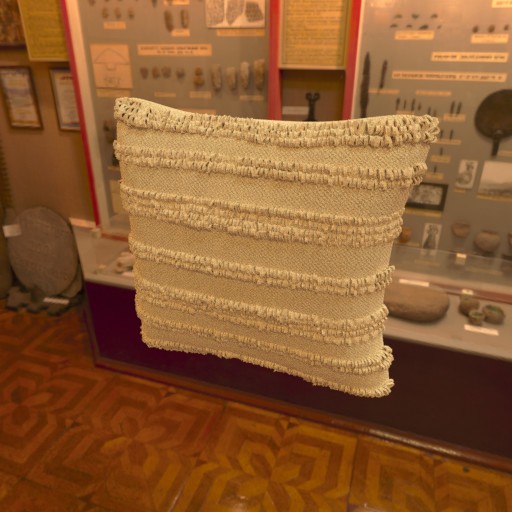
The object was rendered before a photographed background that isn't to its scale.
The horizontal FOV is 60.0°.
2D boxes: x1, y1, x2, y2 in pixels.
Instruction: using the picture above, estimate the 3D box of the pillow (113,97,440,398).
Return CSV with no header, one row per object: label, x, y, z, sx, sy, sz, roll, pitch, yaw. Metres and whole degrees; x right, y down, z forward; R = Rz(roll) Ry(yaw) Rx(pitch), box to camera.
pillow,0.000,0.000,0.647,0.437,0.427,0.145,9,28,18
